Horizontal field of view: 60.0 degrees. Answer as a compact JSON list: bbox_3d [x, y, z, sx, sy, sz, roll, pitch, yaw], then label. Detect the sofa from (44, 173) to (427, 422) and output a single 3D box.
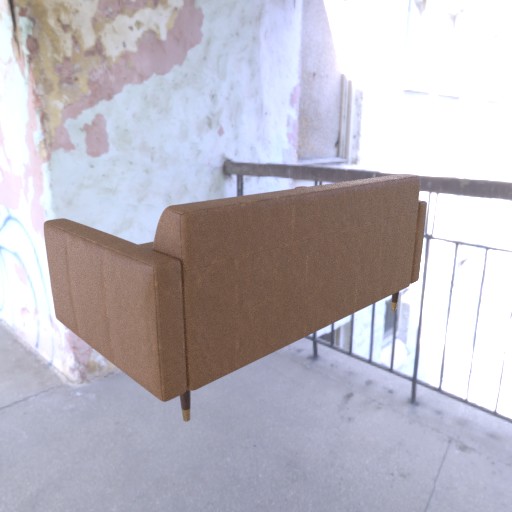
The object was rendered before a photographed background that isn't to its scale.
[{"bbox_3d":[0.000,0.000,2.362,1.847,0.821,0.993,-15,22,-42],"label":"sofa"}]
